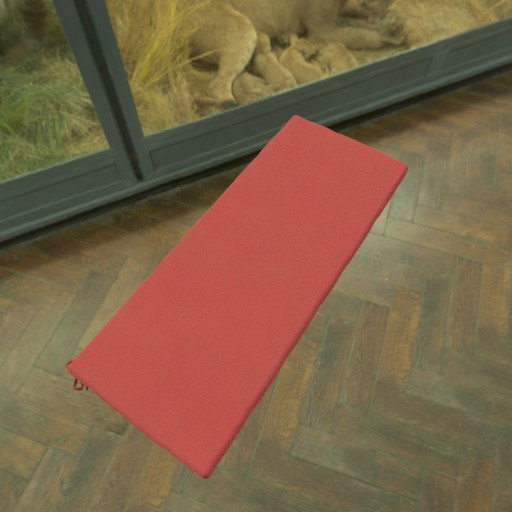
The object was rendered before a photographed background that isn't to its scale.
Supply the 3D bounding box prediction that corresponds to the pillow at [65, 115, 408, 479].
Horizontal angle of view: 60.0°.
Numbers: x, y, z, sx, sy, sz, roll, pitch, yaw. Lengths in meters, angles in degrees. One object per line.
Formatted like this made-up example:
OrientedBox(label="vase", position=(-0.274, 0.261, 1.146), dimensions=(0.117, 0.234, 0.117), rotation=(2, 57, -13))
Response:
OrientedBox(label="pillow", position=(0.000, 0.000, 1.344), dimensions=(0.492, 0.081, 1.187), rotation=(30, 64, 17))
